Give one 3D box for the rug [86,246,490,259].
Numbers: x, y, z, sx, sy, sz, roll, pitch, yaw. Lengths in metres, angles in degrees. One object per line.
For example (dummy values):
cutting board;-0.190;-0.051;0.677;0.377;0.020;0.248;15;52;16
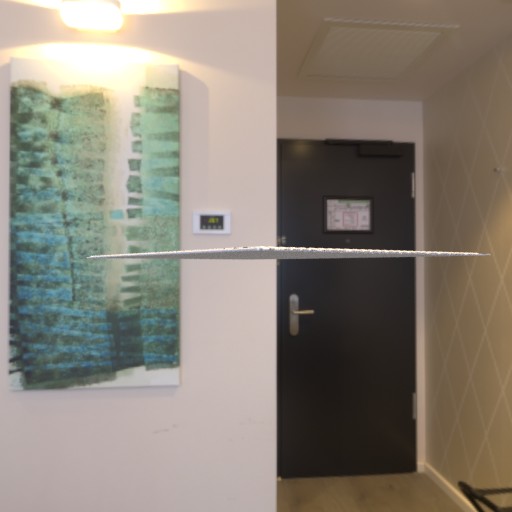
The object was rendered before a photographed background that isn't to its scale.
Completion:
rug;0.000;0.000;2.318;1.230;0.014;1.847;1;-1;-36
